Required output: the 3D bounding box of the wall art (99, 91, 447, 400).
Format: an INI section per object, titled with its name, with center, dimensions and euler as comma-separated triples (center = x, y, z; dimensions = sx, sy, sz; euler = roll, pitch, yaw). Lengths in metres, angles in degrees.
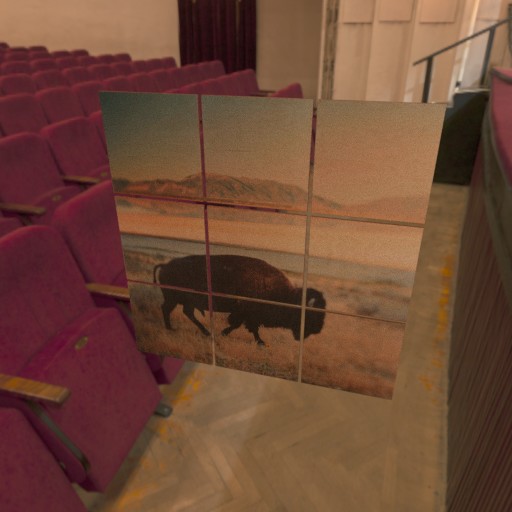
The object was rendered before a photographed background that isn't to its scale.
[wall art]
center = 0.000, 0.000, 2.249
dimensions = 1.533, 1.532, 0.019
euler = 7, 28, 14
